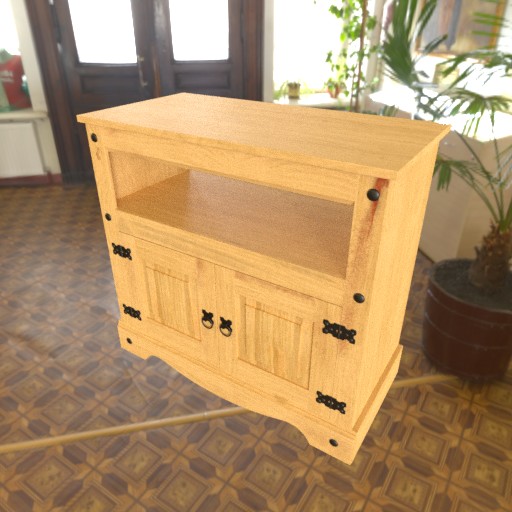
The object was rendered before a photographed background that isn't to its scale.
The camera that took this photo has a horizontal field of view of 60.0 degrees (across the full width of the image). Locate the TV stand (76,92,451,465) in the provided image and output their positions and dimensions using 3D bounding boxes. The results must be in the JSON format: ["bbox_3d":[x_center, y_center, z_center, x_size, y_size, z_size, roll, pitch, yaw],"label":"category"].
[{"bbox_3d":[0.000,0.000,1.309,0.851,0.787,0.430,17,34,28],"label":"TV stand"}]
